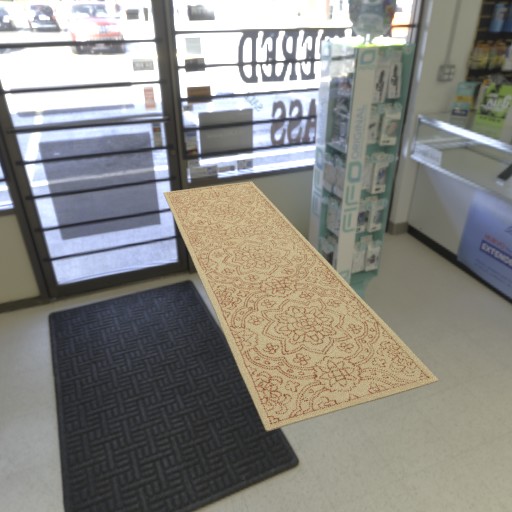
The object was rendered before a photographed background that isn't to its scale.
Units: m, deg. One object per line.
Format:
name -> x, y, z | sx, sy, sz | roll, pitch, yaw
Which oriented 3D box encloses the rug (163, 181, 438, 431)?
rug -> 0.000, 0.000, 2.732 | 0.769, 0.012, 2.448 | -10, 32, -16
